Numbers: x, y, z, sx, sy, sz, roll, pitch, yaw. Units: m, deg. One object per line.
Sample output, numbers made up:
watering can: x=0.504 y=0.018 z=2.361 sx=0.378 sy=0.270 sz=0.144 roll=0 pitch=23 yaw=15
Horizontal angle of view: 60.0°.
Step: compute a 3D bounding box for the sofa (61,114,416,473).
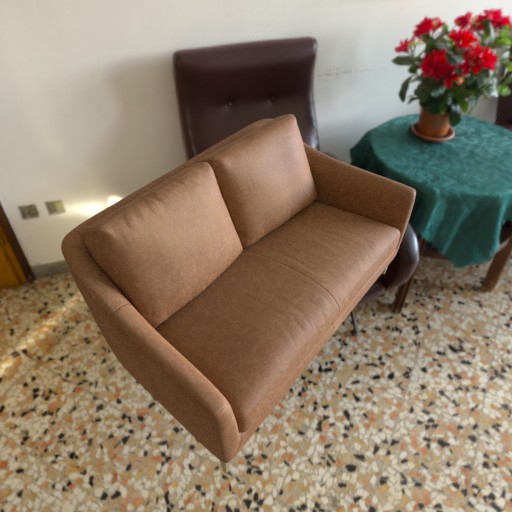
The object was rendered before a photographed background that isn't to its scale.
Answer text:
sofa: x=0.000 y=0.000 z=2.192 sx=0.960 sy=0.902 sz=1.619 roll=27 pitch=49 yaw=27
